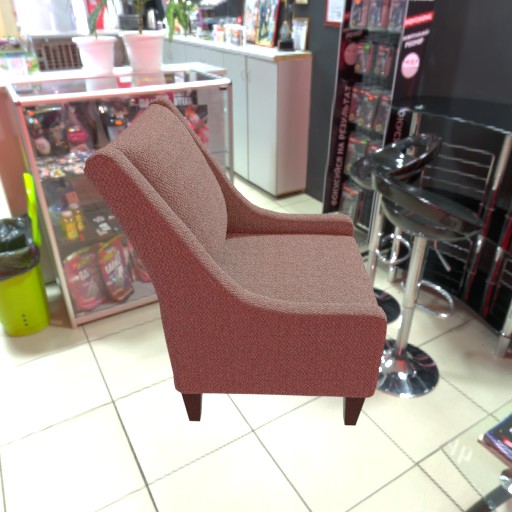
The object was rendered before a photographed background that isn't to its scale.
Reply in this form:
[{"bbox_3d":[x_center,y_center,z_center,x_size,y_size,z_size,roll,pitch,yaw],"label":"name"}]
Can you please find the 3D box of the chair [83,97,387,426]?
[{"bbox_3d":[0.000,0.000,1.674,0.870,1.014,0.774,1,31,2],"label":"chair"}]
